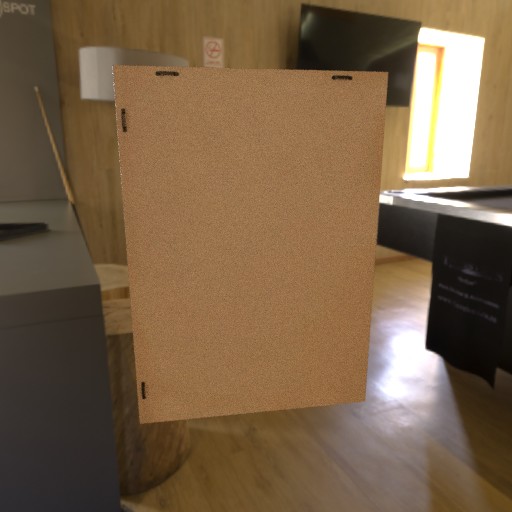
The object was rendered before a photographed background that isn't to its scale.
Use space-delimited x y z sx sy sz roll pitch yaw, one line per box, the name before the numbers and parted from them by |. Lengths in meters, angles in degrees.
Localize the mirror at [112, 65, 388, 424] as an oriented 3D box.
mirror | 0.000 0.000 0.908 0.507 0.710 0.039 -2 15 -9
